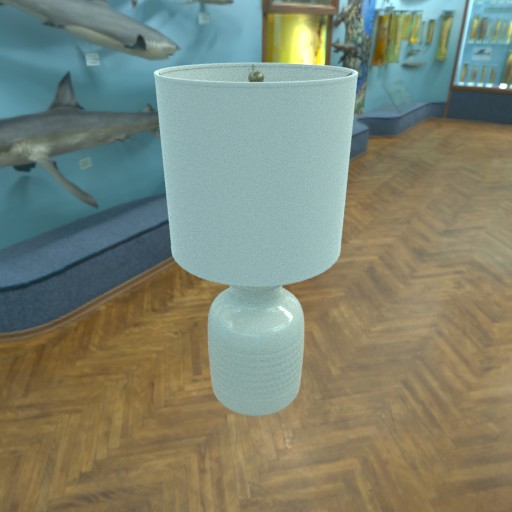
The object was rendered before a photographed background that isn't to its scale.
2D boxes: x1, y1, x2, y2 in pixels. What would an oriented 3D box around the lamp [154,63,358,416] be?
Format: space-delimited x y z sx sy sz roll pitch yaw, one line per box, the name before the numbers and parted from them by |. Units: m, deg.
lamp | 0.000 0.000 0.506 0.188 0.392 0.188 19 33 32
